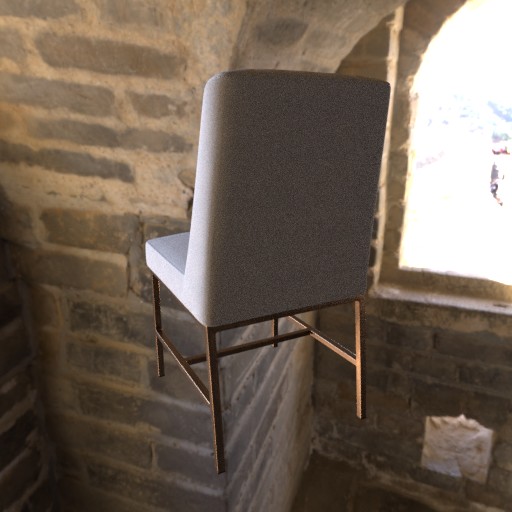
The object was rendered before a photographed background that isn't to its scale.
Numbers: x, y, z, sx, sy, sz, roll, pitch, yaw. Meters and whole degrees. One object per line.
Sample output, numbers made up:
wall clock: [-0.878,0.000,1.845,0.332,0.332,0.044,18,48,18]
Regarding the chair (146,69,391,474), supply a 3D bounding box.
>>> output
chair: [0.000,0.000,1.281,0.503,0.933,0.597,-8,18,-27]
